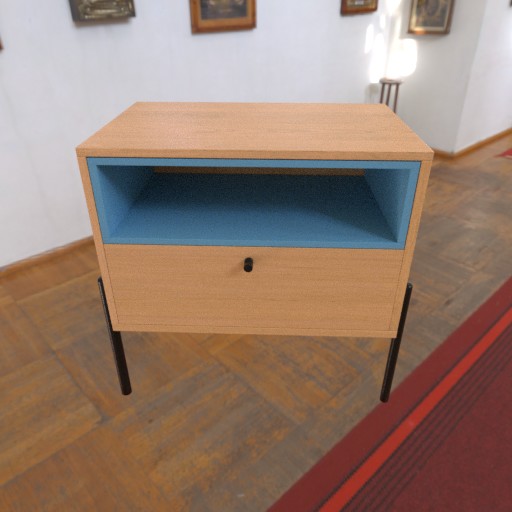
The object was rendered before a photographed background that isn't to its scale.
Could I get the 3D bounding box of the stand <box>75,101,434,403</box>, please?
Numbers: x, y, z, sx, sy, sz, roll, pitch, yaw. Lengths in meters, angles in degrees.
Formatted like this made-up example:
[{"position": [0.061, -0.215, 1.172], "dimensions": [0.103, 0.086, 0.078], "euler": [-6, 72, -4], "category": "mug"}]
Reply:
[{"position": [0.000, 0.000, 1.018], "dimensions": [0.630, 0.600, 0.400], "euler": [1, 30, 2], "category": "stand"}]
